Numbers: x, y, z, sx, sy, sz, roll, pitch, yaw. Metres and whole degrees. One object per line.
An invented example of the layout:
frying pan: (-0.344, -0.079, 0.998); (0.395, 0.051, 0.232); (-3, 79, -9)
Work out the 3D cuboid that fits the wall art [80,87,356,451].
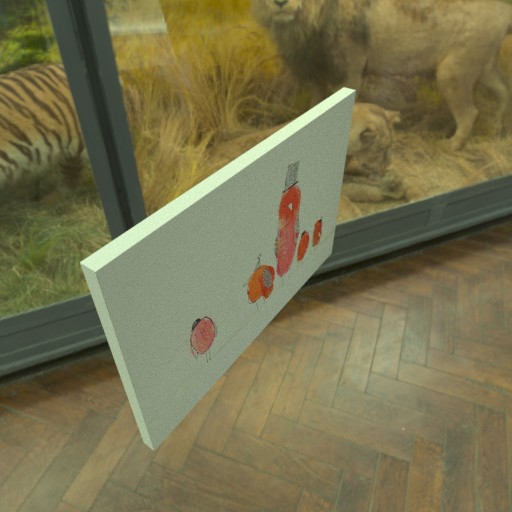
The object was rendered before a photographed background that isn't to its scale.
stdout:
wall art: (0.000, 0.000, 1.179); (0.038, 0.609, 0.914); (25, 47, 26)
